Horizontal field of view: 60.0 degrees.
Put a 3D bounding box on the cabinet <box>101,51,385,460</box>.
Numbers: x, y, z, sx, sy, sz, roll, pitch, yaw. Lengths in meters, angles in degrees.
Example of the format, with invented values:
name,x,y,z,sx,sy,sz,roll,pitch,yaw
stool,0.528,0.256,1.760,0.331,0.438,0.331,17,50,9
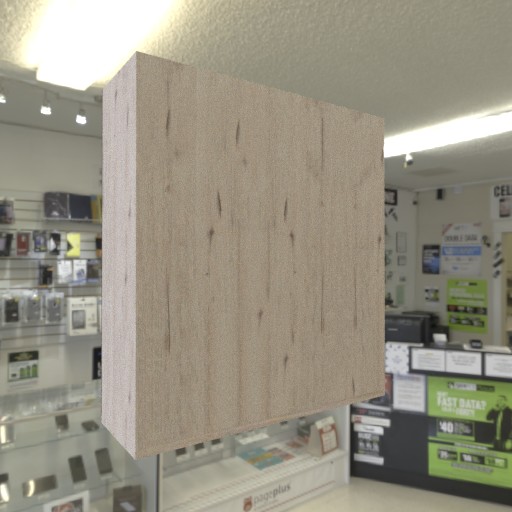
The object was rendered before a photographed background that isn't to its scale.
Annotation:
name,x,y,z,sx,sy,sz,roll,pitch,yaw
cabinet,0.000,0.000,3.197,2.000,2.180,0.660,0,-1,-34
